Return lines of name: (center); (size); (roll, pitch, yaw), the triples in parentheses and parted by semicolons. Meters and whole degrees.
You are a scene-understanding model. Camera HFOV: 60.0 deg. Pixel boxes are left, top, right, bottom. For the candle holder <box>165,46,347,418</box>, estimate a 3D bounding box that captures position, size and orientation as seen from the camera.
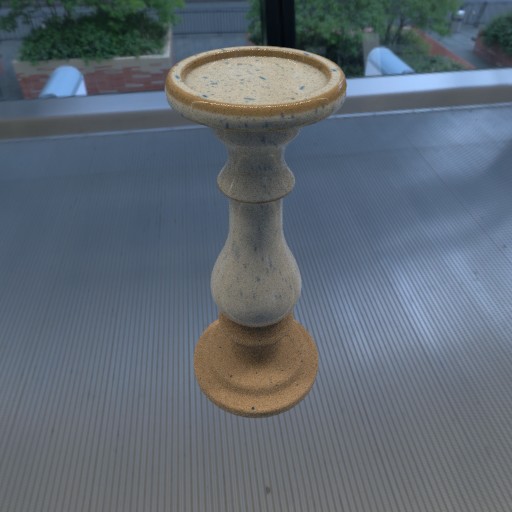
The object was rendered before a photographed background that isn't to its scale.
candle holder: (0.000, 0.000, 0.250); (0.088, 0.203, 0.088); (0, 41, 0)
